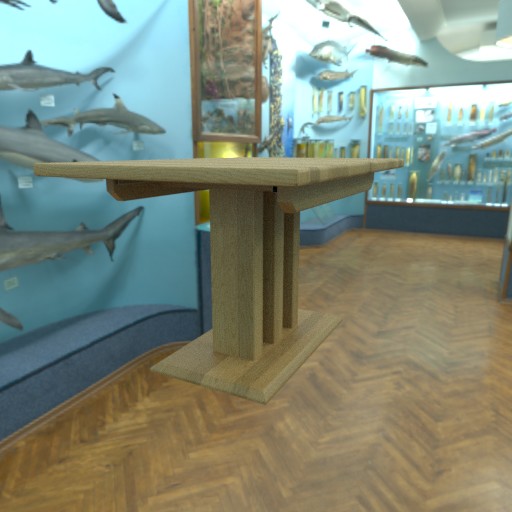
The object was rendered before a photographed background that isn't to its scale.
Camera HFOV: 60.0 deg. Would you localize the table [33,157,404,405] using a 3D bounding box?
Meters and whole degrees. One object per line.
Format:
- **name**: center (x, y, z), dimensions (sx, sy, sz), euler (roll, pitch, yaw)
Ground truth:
- **table**: center (0.000, 0.000, 1.827), dimensions (0.900, 0.770, 1.300), euler (7, 15, 27)
